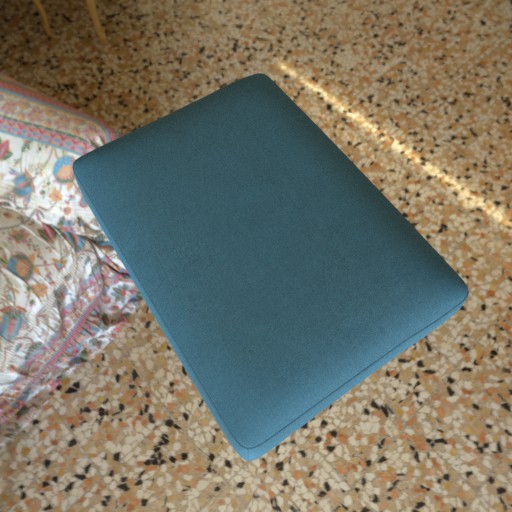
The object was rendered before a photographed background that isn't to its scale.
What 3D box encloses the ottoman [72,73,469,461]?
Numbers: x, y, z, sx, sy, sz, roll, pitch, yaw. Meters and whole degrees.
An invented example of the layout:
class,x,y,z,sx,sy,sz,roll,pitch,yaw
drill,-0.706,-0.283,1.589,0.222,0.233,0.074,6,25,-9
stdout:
class,x,y,z,sx,sy,sz,roll,pitch,yaw
ottoman,0.000,0.000,1.065,0.549,0.428,0.749,-31,67,-14
